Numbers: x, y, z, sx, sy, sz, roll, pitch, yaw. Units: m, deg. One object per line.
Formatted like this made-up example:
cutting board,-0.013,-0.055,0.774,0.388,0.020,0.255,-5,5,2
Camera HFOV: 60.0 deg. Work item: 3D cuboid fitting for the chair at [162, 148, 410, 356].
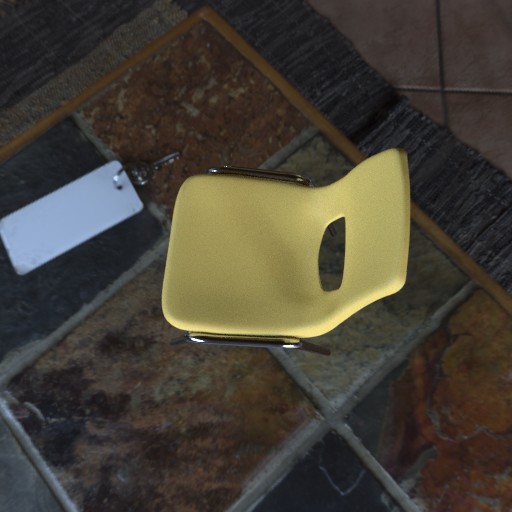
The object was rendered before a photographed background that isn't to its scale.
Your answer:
chair,0.000,0.000,0.930,0.436,0.653,0.381,5,76,1
